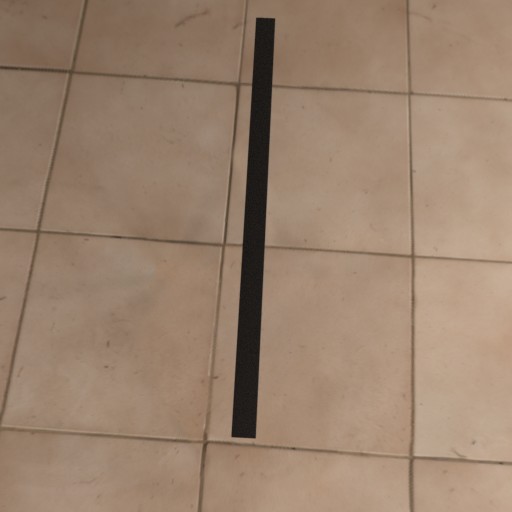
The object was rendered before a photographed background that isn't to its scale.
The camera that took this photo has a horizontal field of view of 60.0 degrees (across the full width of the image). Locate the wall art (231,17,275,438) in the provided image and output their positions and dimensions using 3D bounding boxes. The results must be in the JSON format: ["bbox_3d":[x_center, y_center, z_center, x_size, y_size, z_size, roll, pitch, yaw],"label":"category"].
[{"bbox_3d":[0.000,0.000,0.455,0.015,0.304,0.306,3,76,1],"label":"wall art"}]
